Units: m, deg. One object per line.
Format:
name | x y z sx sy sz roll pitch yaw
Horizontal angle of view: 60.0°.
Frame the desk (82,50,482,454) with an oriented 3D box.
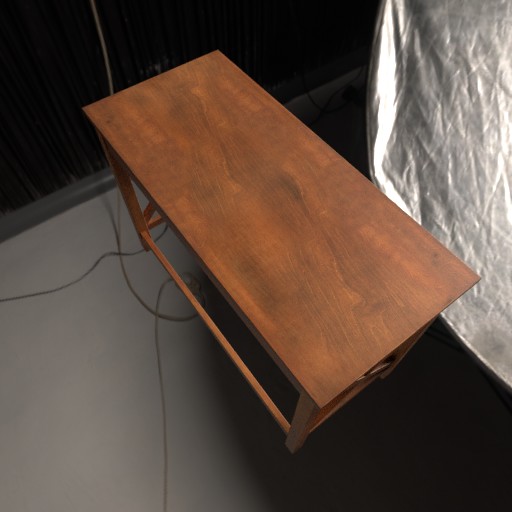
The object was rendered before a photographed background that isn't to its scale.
desk | 0.000 0.000 1.528 0.508 0.762 1.117 -32 63 -18
